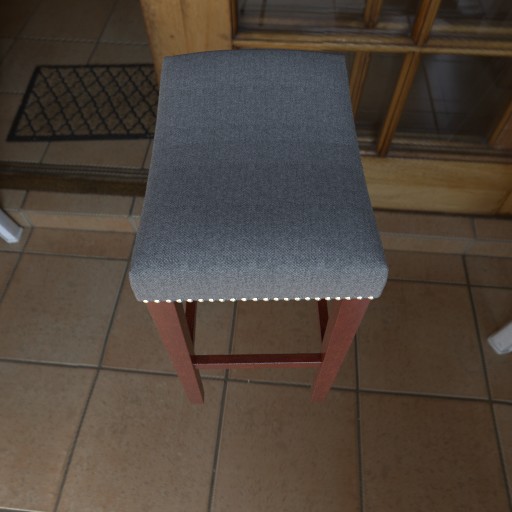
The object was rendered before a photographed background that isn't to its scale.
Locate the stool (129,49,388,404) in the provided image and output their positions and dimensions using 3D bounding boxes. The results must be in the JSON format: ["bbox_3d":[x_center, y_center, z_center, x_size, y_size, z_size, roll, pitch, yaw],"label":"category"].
[{"bbox_3d":[0.000,0.000,1.021,0.372,0.742,0.504,-1,58,-1],"label":"stool"}]
